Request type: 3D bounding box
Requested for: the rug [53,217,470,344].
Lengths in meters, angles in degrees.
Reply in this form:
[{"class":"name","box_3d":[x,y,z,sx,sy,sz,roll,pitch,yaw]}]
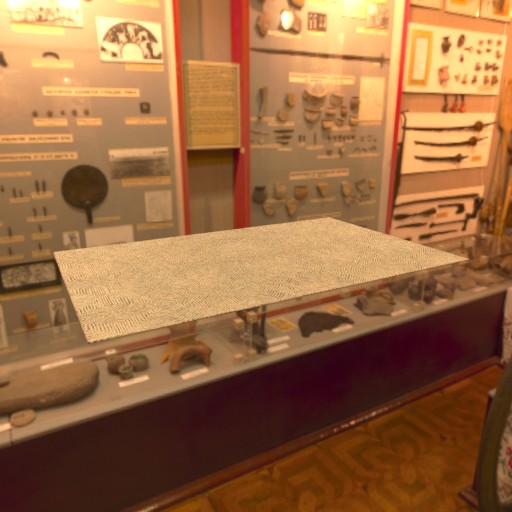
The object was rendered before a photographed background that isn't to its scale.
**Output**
[{"class":"rug","box_3d":[0.000,0.000,3.041,2.428,0.007,1.519,-9,19,-27]}]
